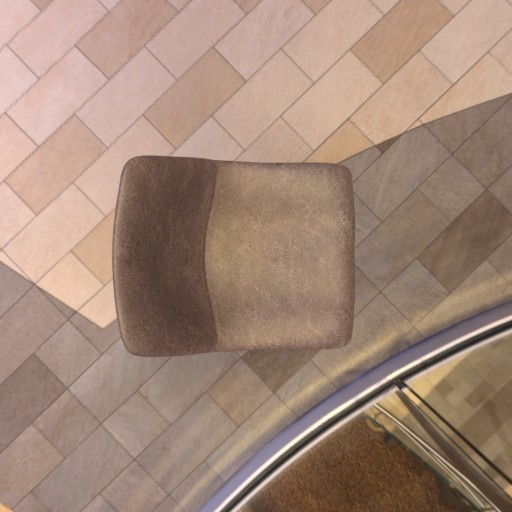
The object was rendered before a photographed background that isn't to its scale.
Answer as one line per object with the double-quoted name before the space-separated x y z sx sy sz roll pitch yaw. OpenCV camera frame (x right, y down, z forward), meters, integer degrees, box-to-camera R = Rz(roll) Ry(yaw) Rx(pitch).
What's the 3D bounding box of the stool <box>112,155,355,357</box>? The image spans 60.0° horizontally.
"stool" 0.000 0.000 1.400 0.561 1.082 0.514 0 90 1
